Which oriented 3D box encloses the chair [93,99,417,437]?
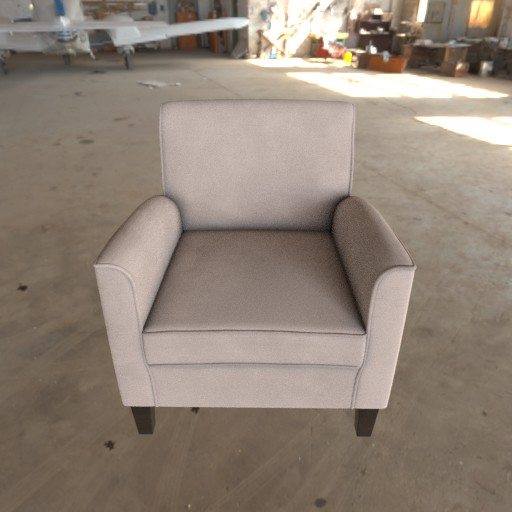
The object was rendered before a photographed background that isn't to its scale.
[{"bbox_3d":[0.000,0.000,1.536,0.820,0.915,0.821,0,29,1],"label":"chair"}]
